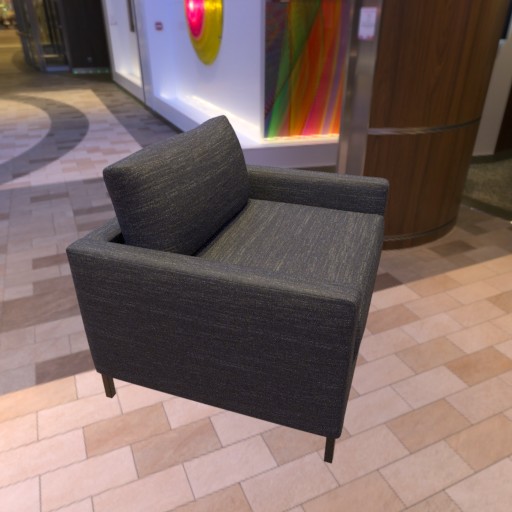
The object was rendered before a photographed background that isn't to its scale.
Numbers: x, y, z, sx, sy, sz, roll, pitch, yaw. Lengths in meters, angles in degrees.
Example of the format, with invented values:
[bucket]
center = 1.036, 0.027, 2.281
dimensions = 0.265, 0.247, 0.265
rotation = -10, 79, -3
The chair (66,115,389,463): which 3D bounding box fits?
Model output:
[chair]
center = 0.000, 0.000, 1.635
dimensions = 0.866, 0.861, 0.963
rotation = 10, 30, 17
